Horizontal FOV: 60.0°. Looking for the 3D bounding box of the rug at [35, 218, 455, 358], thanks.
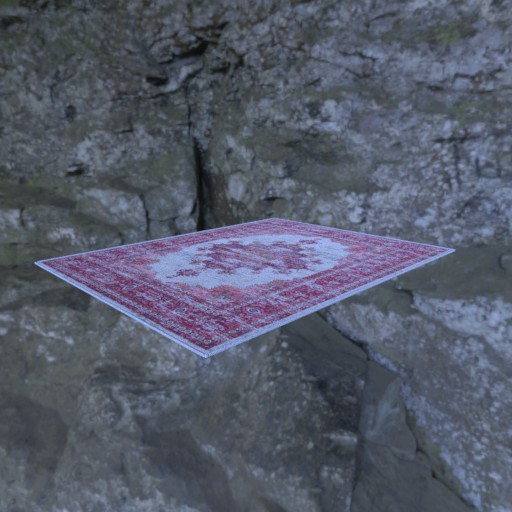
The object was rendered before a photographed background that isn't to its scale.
[{"bbox_3d":[0.000,0.000,4.144,3.123,0.017,2.447,-14,21,-43],"label":"rug"}]
